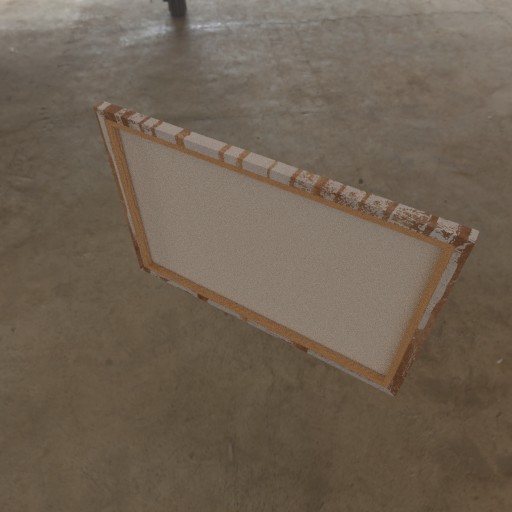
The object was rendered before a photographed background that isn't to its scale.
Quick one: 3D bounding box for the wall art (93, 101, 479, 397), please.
[{"bbox_3d":[0.000,0.000,1.167,0.914,0.609,0.035,24,52,20],"label":"wall art"}]
